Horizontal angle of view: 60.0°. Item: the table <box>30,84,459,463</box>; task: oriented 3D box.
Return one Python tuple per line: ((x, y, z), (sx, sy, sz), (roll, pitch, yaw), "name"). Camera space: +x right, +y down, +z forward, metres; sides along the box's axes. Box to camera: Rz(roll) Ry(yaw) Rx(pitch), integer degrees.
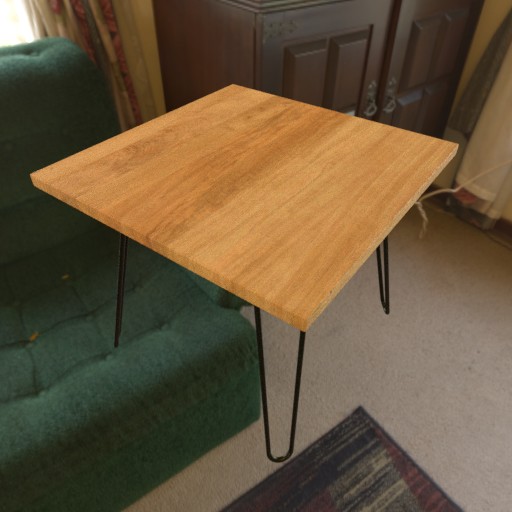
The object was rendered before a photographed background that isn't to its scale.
((0.000, 0.000, 1.026), (0.599, 0.500, 0.599), (26, 46, 27), "table")
